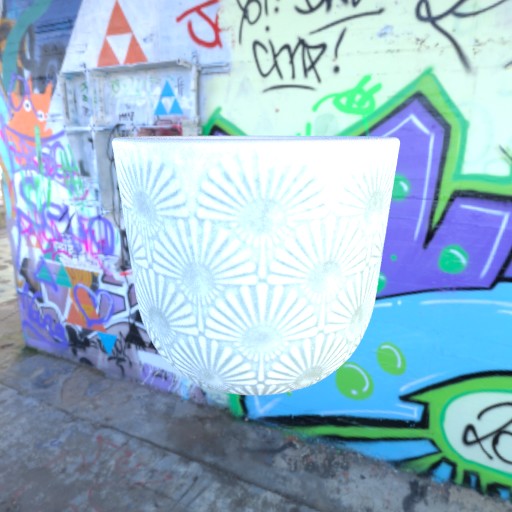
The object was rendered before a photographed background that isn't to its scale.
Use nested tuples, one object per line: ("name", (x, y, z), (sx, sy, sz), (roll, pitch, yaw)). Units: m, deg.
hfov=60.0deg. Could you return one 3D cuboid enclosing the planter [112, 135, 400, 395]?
("planter", (0.000, 0.000, 0.293), (0.170, 0.152, 0.170), (0, 16, 0))
